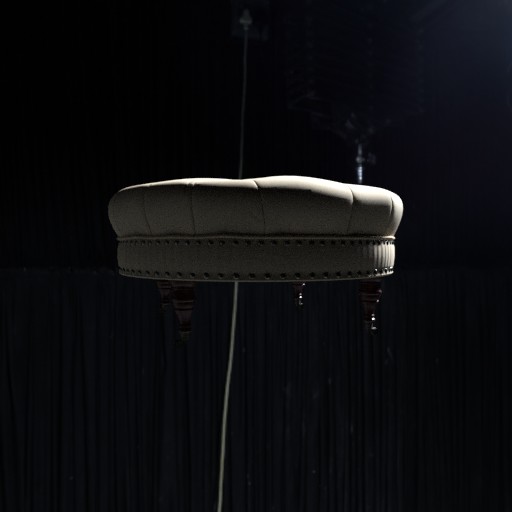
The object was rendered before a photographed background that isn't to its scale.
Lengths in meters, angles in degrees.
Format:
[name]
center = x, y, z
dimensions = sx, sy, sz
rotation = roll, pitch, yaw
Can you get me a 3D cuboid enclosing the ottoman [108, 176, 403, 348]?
[ottoman]
center = 0.000, 0.000, 1.428
dimensions = 0.901, 0.439, 0.901
rotation = 0, 2, 0
